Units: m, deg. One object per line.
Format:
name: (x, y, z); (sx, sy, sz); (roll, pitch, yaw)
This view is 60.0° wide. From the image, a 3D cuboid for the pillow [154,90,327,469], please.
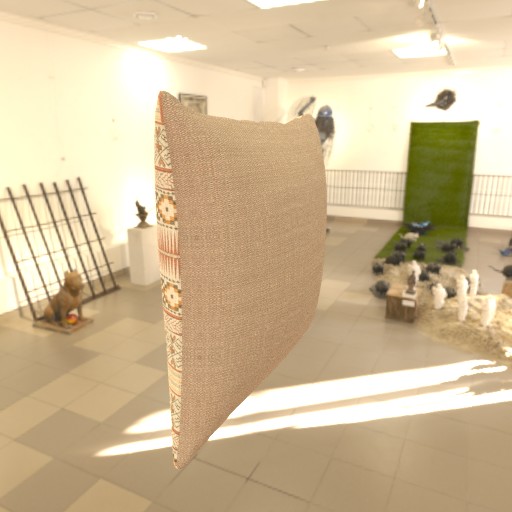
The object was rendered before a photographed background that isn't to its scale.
pillow: (0.000, 0.000, 0.797); (0.215, 0.519, 0.521); (7, 17, 25)
